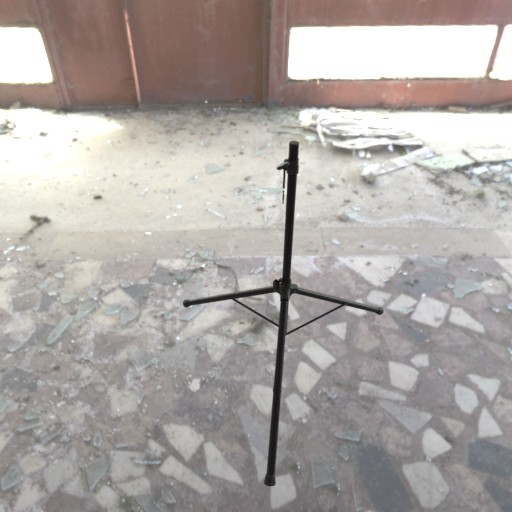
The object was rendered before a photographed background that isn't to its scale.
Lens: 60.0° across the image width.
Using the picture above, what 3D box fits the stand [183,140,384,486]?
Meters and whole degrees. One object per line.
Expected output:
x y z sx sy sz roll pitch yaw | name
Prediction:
0.000 0.000 2.684 1.339 1.595 1.596 24 45 27 | stand
